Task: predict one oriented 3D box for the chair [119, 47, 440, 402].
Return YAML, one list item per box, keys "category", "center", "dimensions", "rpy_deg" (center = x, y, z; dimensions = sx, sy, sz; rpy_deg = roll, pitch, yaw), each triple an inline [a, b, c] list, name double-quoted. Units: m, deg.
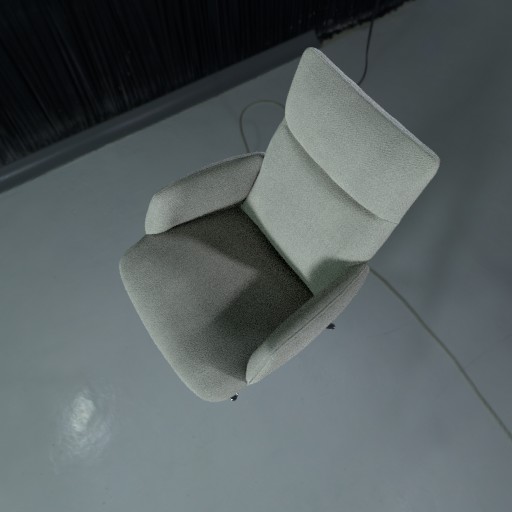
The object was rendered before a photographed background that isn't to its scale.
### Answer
- category: "chair"
  center: [0.000, 0.000, 1.550]
  dimensions: [0.889, 1.016, 0.711]
  rpy_deg: [-32, 67, -15]
